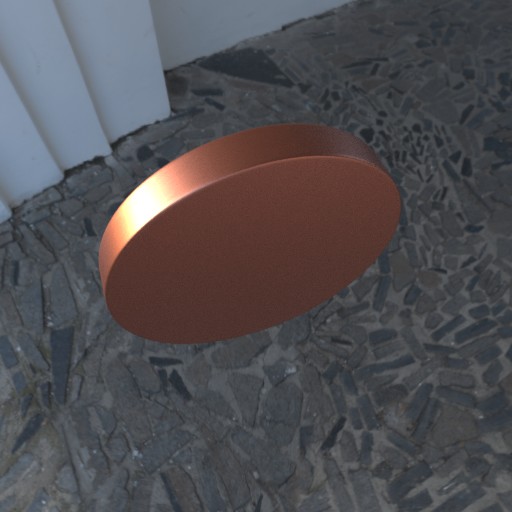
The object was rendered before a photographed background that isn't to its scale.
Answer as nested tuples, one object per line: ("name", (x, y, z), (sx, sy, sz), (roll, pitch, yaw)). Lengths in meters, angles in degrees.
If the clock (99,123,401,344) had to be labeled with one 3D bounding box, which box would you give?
("clock", (0.000, 0.000, 0.471), (0.313, 0.313, 0.040), (-16, 59, -10))
